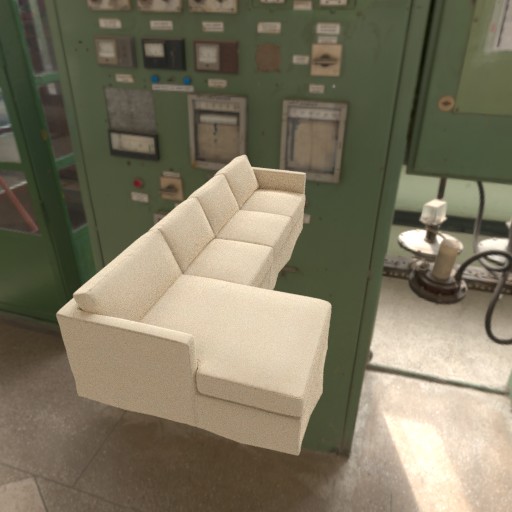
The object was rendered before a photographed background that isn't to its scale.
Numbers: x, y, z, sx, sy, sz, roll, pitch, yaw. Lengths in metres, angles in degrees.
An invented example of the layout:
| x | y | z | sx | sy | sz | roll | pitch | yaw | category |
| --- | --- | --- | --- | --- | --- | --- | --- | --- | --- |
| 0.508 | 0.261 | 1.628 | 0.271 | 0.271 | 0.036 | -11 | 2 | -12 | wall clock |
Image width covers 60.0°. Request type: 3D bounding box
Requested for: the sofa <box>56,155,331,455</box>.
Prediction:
| x | y | z | sx | sy | sz | roll | pitch | yaw | category |
| --- | --- | --- | --- | --- | --- | --- | --- | --- | --- |
| 0.000 | 0.000 | 3.998 | 1.650 | 0.922 | 3.205 | 9 | 31 | 16 | sofa |
